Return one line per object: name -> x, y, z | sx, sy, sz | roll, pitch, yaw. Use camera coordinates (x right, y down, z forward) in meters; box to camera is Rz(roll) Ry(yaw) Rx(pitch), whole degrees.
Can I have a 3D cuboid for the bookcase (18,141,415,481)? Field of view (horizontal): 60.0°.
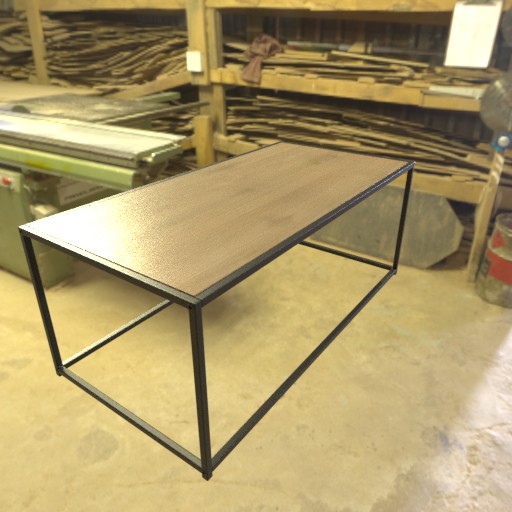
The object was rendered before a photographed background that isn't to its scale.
bookcase -> 0.000, 0.000, 1.240 | 0.500, 0.400, 1.000 | 18, 32, 32
